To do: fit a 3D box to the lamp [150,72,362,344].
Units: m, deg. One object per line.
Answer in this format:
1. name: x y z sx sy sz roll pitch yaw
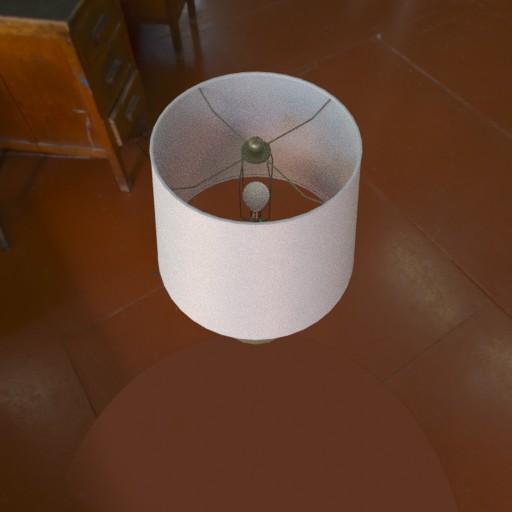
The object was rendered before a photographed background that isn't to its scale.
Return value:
1. lamp: 0.000 0.000 0.564 0.239 0.399 0.239 0 59 0
